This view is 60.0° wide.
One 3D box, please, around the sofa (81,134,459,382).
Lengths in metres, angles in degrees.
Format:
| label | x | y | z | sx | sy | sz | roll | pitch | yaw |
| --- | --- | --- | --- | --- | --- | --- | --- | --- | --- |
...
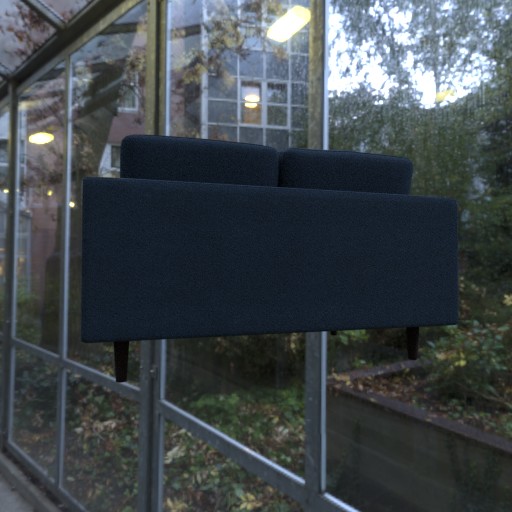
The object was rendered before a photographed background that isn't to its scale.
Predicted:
| label | x | y | z | sx | sy | sz | roll | pitch | yaw |
| --- | --- | --- | --- | --- | --- | --- | --- | --- | --- |
| sofa | 0.000 | 0.000 | 2.153 | 1.518 | 0.930 | 0.999 | 0 | -2 | -18 |
